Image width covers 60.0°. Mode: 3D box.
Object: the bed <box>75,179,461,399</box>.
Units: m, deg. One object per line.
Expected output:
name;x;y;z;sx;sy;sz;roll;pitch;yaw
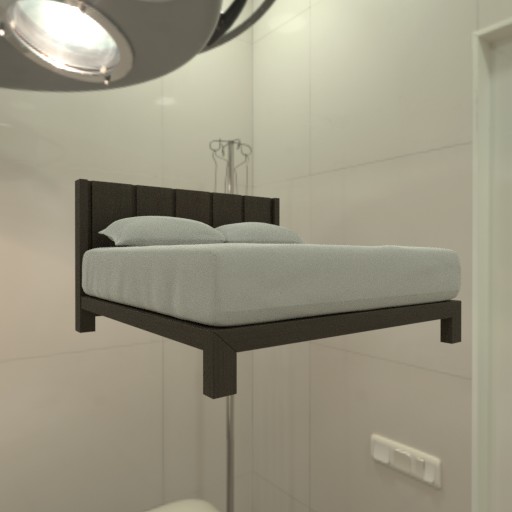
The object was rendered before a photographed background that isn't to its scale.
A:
bed;0.000;0.000;3.482;2.143;1.261;2.238;0;0;-37
